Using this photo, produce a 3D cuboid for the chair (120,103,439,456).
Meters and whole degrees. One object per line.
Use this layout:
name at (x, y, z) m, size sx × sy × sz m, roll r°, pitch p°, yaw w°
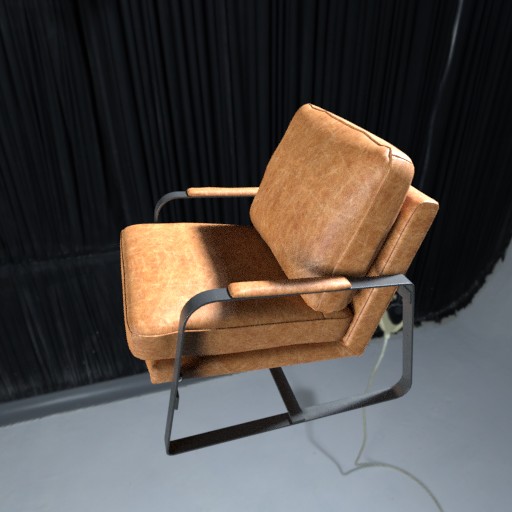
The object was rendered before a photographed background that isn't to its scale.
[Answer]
chair at (0.000, 0.000, 1.347) m, size 0.801 × 0.777 × 0.651 m, roll -9°, pitch 32°, yaw -14°
